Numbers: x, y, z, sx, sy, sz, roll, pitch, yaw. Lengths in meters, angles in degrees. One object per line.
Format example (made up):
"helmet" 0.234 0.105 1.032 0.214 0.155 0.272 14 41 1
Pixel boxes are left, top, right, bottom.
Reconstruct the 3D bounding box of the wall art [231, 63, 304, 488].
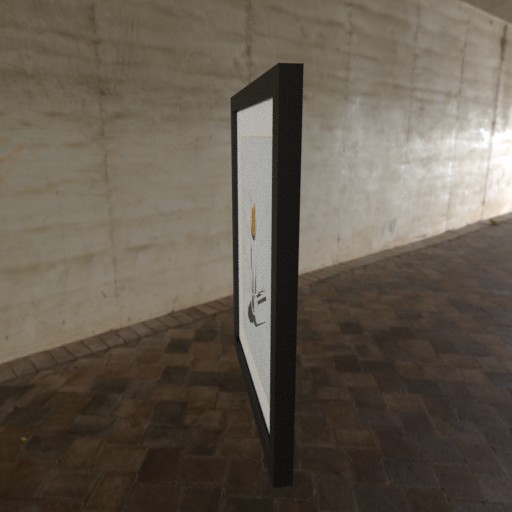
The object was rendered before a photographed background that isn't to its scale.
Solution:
"wall art" 0.000 0.000 0.775 0.029 0.559 0.457 -3 15 -9
